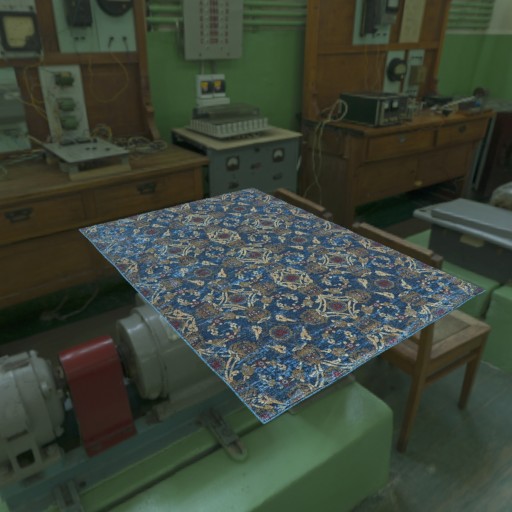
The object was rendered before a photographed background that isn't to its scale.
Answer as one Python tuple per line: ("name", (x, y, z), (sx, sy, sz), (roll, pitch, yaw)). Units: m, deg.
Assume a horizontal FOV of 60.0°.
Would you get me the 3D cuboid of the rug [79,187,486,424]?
("rug", (0.000, 0.000, 4.245), (2.337, 0.013, 3.291), (-19, 33, -32))
